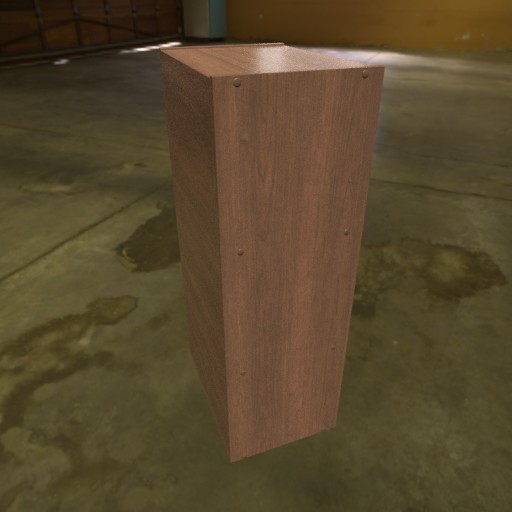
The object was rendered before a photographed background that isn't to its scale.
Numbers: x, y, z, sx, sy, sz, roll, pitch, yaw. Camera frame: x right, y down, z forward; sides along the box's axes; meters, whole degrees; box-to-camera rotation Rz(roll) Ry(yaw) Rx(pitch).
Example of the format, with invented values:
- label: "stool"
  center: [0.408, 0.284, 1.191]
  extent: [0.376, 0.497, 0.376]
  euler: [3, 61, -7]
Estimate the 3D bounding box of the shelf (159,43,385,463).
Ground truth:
- label: "shelf"
  center: [0.000, 0.000, 1.060]
  extent: [0.290, 0.879, 0.414]
  euler: [-11, 32, -18]
